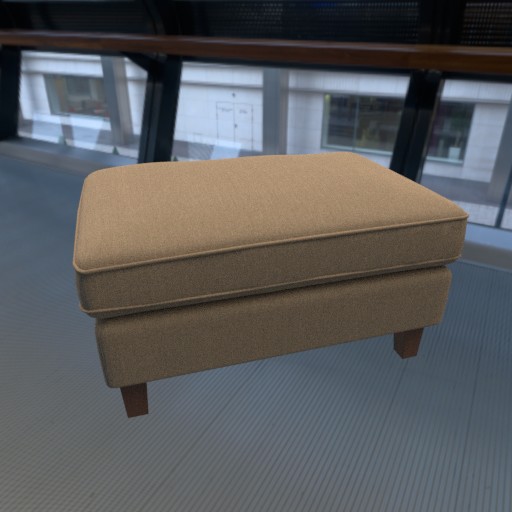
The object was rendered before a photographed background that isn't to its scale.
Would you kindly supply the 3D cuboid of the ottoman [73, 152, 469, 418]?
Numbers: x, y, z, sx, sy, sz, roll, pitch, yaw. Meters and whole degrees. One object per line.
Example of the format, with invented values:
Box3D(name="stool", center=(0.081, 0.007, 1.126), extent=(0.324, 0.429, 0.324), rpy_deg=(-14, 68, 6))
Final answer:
Box3D(name="ottoman", center=(0.000, 0.000, 1.307), extent=(0.945, 0.521, 0.636), rpy_deg=(-8, 28, -15))
